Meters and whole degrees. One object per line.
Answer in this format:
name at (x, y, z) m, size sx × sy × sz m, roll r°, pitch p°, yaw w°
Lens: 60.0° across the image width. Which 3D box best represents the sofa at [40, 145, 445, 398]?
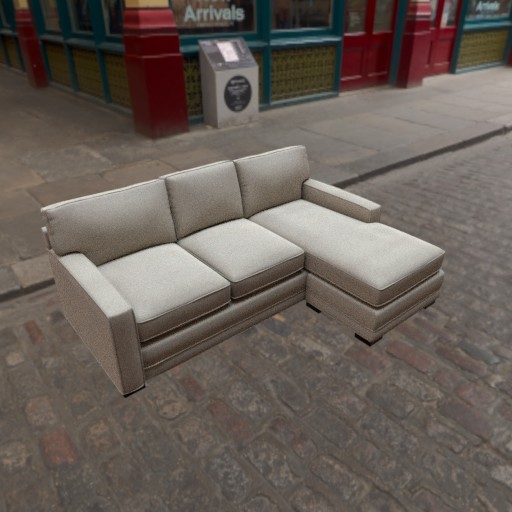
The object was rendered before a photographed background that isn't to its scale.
sofa at (0.000, 0.000, 2.814) m, size 2.087 × 0.861 × 1.496 m, roll -22°, pitch 36°, yaw -34°
